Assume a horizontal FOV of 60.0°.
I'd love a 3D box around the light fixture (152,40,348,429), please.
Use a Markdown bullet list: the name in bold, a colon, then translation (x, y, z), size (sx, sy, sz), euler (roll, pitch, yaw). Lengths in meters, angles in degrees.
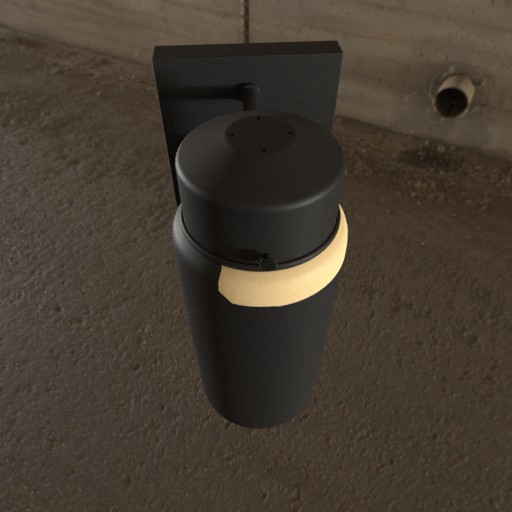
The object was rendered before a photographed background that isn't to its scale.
- **light fixture**: translation (0.000, 0.000, 0.347), size (0.130, 0.257, 0.176), euler (-3, 47, -3)
